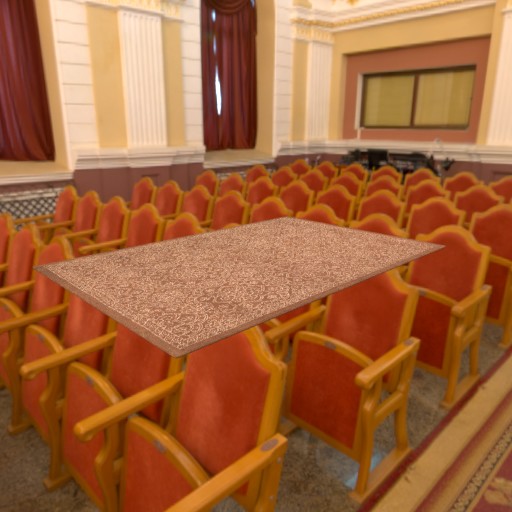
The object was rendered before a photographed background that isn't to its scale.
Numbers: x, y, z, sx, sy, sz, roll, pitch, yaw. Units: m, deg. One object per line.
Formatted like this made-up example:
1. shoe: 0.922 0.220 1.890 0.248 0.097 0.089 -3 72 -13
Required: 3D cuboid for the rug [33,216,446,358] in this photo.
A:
1. rug: 0.000 0.000 2.908 2.286 0.011 1.524 -15 22 -42
